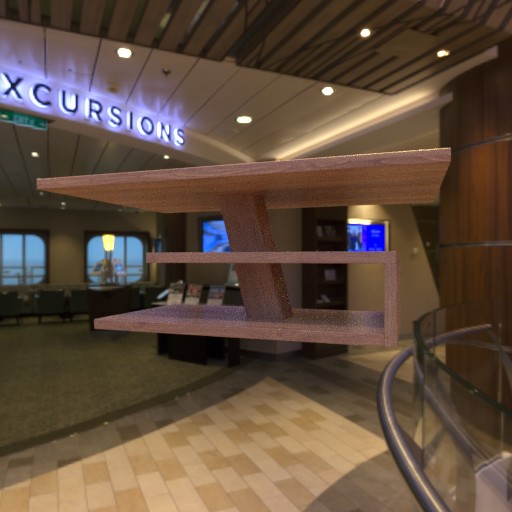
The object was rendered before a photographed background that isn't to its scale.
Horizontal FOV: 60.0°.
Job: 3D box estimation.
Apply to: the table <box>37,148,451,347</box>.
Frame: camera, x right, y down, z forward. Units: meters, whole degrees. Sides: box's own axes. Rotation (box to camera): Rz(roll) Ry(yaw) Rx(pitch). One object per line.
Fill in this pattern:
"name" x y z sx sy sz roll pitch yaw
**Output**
"table" 0.000 0.000 1.429 1.100 0.442 0.700 0 0 19
